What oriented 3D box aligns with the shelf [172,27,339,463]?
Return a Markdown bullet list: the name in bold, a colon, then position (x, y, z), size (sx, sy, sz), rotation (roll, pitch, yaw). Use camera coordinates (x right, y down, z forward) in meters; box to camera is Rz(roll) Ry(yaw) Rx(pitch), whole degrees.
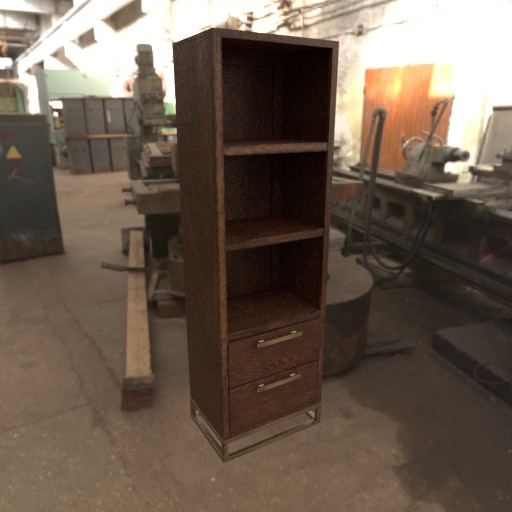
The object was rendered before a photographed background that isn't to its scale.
- **shelf**: position (0.000, 0.000, 1.968), size (0.539, 1.732, 0.395), rotation (-10, 20, -29)
